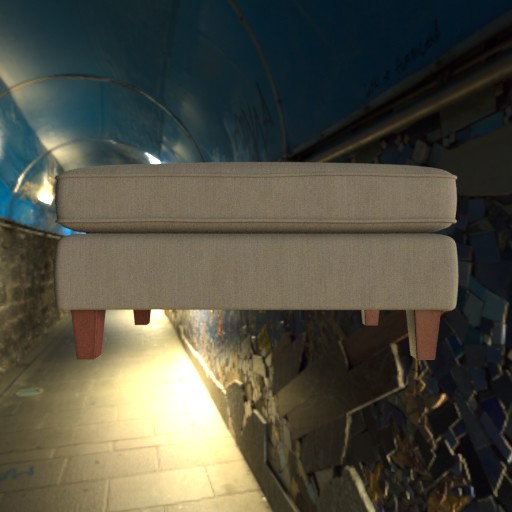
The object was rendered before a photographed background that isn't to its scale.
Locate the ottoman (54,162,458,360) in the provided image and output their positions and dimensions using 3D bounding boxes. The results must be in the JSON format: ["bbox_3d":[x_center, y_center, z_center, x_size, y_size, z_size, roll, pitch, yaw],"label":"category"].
[{"bbox_3d":[0.000,0.000,1.299,0.941,0.480,0.636,0,0,0],"label":"ottoman"}]
